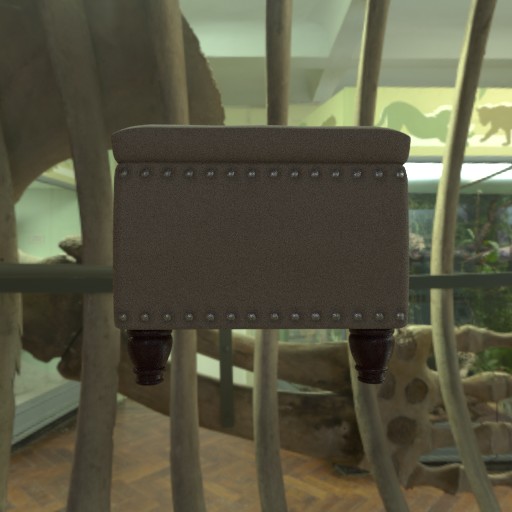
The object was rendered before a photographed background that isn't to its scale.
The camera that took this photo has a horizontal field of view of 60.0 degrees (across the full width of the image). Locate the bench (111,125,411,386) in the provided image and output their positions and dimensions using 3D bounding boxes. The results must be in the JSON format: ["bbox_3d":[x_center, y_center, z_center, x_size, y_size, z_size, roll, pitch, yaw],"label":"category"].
[{"bbox_3d":[0.000,0.000,1.169,0.500,0.449,0.887,0,-1,-1],"label":"bench"}]
